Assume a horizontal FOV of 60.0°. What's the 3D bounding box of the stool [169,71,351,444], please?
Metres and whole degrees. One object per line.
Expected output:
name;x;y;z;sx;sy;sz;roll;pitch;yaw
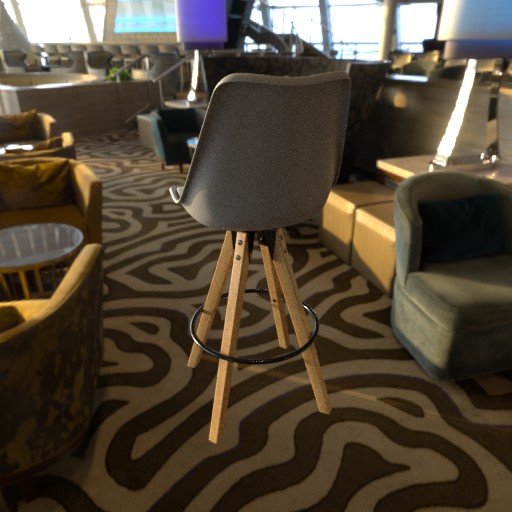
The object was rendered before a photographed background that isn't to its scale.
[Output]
stool;0.000;0.000;1.420;0.485;1.115;0.550;-8;27;-16
